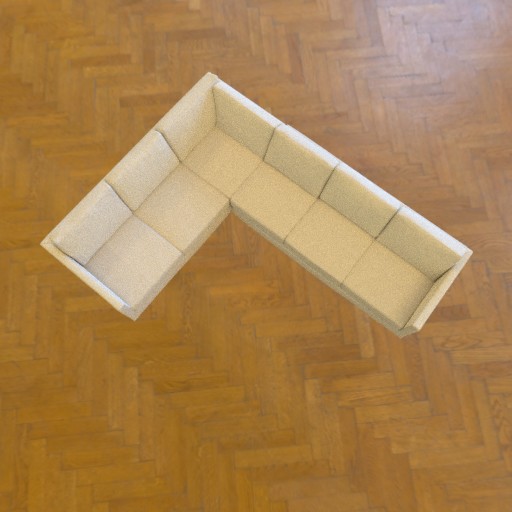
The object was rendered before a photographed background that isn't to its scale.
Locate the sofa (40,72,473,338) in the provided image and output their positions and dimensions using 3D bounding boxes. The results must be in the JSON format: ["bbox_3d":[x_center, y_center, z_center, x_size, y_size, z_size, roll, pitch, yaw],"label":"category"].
[{"bbox_3d":[0.000,0.000,4.292,3.182,0.863,2.432,37,77,10],"label":"sofa"}]
